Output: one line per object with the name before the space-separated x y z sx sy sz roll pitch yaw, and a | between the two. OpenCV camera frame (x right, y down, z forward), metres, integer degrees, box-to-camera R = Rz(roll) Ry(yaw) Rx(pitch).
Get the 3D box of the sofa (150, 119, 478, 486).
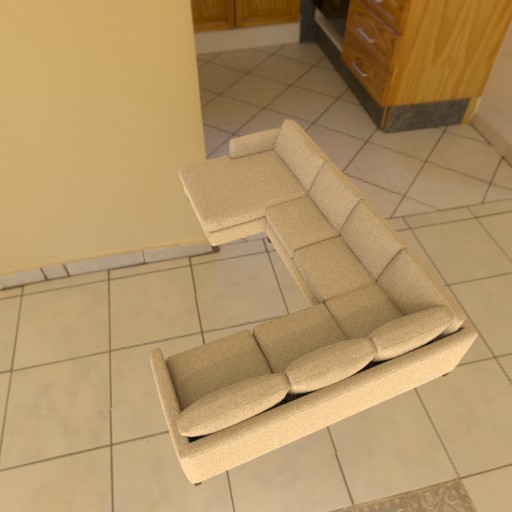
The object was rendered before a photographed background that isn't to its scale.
sofa | 0.000 0.000 4.542 2.593 0.959 3.460 -17 50 -15
